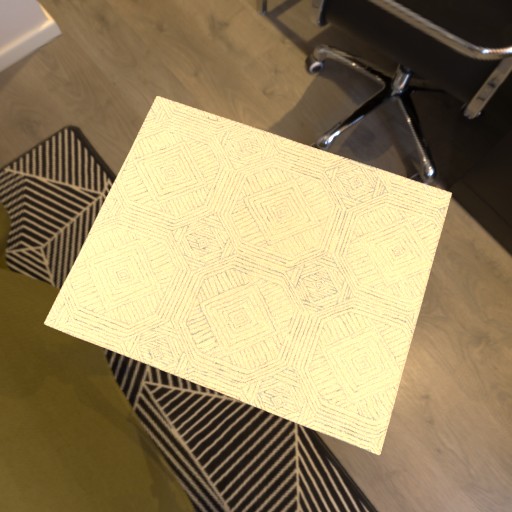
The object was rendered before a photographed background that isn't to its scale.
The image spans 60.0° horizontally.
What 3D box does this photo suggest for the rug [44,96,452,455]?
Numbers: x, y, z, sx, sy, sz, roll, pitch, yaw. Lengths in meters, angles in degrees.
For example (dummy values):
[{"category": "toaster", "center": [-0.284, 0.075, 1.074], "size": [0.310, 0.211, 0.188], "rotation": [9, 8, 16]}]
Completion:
[{"category": "rug", "center": [0.000, 0.000, 4.037], "size": [3.049, 0.015, 2.457], "rotation": [20, 76, 5]}]
